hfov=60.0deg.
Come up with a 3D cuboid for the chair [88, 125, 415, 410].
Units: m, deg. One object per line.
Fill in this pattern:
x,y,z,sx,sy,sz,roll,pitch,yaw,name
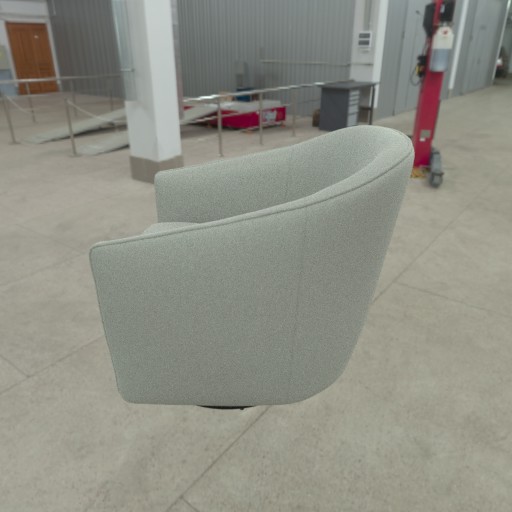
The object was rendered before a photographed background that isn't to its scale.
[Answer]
0.000,0.000,1.457,0.875,0.799,0.747,1,25,2,chair
